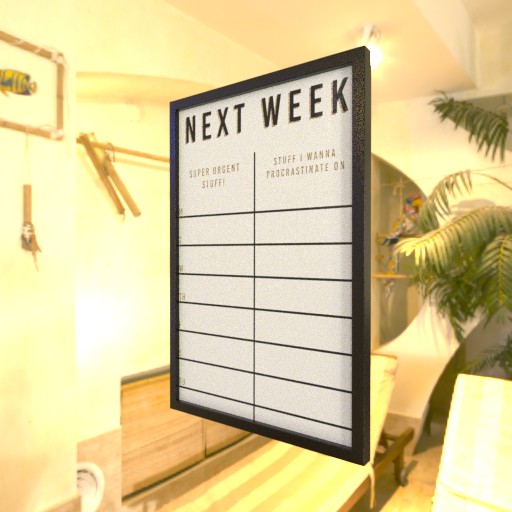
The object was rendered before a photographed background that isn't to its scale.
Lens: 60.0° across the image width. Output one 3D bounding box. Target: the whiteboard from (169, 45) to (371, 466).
[{"bbox_3d":[0.000,0.000,0.770,0.406,0.611,0.026,0,1,36],"label":"whiteboard"}]
